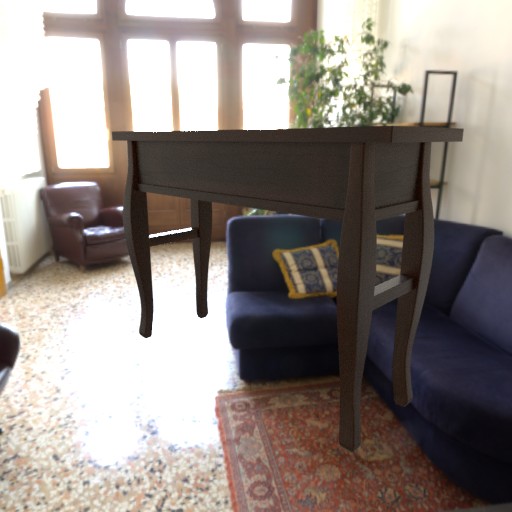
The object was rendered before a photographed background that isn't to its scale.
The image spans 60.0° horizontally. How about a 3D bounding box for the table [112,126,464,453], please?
[{"bbox_3d":[0.000,0.000,1.408,1.062,0.768,0.373,14,20,43],"label":"table"}]
